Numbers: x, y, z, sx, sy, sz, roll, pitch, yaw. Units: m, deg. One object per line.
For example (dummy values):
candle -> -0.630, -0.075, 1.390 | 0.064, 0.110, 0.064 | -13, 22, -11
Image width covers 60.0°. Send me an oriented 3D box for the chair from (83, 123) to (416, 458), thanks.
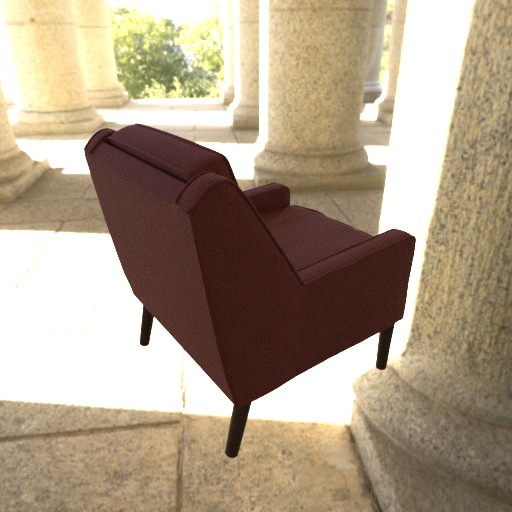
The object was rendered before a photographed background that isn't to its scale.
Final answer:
chair -> 0.000, 0.000, 1.397 | 0.770, 0.812, 0.680 | -18, 31, -32
